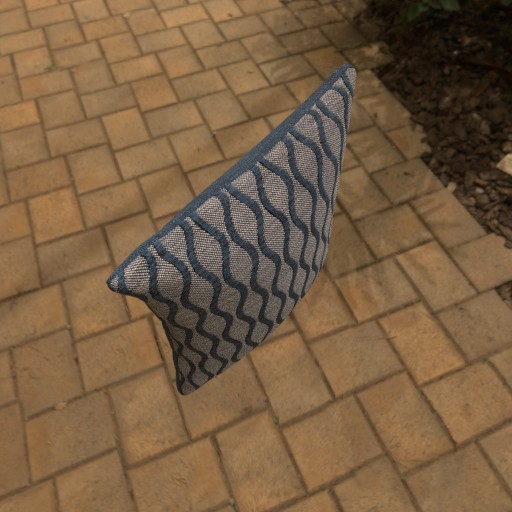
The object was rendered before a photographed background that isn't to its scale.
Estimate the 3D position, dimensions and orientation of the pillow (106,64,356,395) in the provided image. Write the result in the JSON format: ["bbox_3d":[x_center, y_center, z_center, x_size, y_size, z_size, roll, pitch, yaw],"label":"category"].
[{"bbox_3d":[0.000,0.000,0.690,0.159,0.435,0.435,33,64,19],"label":"pillow"}]
